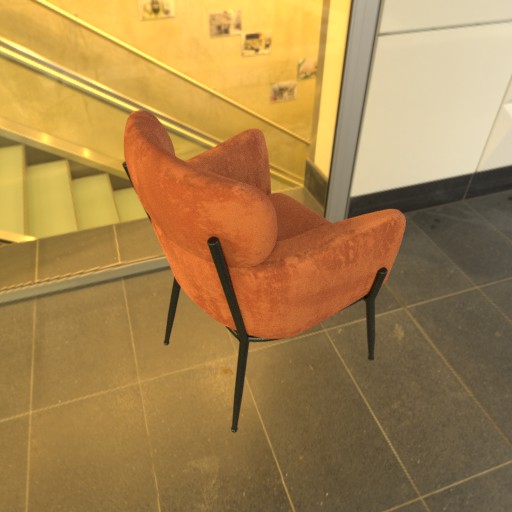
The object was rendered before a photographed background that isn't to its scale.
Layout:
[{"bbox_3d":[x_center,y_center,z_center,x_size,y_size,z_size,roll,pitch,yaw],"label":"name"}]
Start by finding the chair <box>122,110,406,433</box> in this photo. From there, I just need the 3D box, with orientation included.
[{"bbox_3d":[0.000,0.000,1.153,0.523,0.772,0.561,-28,49,-27],"label":"chair"}]
